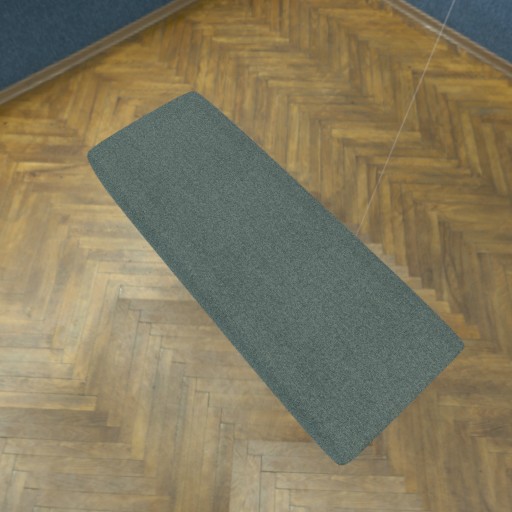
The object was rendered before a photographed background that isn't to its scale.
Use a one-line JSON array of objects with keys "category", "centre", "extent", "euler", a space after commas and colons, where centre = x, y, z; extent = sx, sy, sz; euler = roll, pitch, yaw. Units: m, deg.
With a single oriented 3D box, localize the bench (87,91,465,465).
[{"category": "bench", "centre": [0.000, 0.000, 1.862], "extent": [0.631, 0.384, 1.598], "euler": [-37, 69, -17]}]
